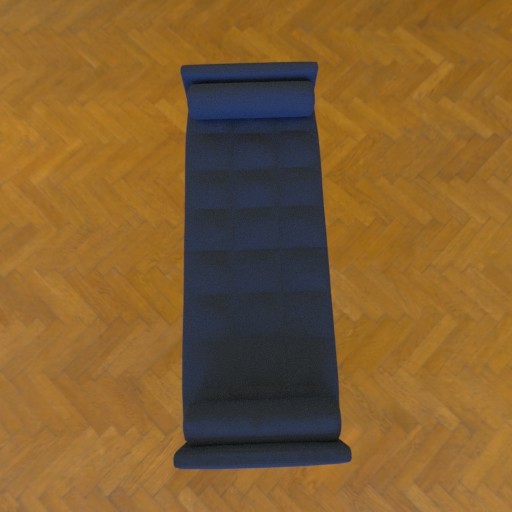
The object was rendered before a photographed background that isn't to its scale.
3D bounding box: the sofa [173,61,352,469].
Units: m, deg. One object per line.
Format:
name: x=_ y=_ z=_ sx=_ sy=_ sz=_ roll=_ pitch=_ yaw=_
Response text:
sofa: x=0.000 y=0.000 z=2.504 sx=0.797 sy=0.657 sz=2.102 roll=-2 pitch=74 yaw=-1
